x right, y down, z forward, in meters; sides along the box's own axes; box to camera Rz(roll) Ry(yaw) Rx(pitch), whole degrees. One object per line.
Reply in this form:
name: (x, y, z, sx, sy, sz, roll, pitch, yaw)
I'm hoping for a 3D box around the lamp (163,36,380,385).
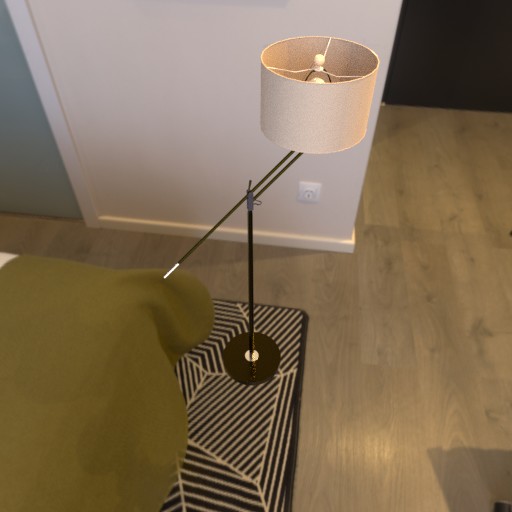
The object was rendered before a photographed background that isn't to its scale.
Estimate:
lamp: (0.000, 0.000, 1.925, 0.809, 1.635, 0.373, -16, 48, -15)
